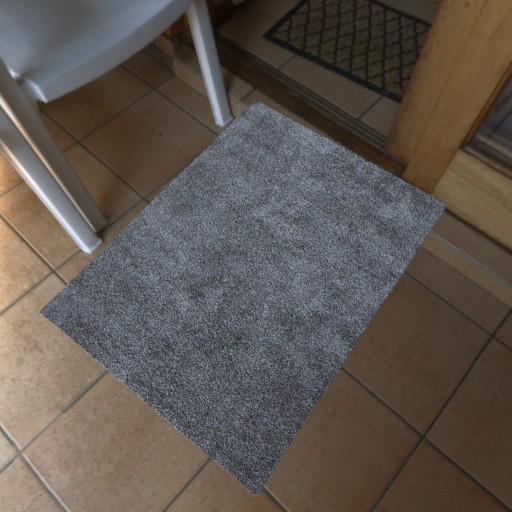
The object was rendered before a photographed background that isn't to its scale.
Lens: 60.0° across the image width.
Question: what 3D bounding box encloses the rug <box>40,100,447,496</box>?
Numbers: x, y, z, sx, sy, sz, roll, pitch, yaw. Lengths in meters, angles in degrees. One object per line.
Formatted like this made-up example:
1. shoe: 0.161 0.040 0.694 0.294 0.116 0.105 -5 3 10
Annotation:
1. rug: 0.000 0.000 2.091 1.198 0.025 1.601 34 68 16
